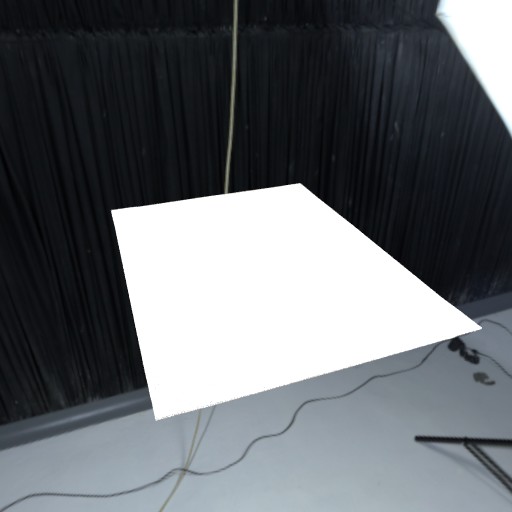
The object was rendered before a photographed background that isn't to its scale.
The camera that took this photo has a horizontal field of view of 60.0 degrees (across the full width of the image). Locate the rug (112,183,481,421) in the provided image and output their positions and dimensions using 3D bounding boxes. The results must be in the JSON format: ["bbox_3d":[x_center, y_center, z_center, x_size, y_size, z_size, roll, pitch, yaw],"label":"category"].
[{"bbox_3d":[0.000,0.000,5.012,2.873,0.053,3.778,-10,32,-17],"label":"rug"}]
